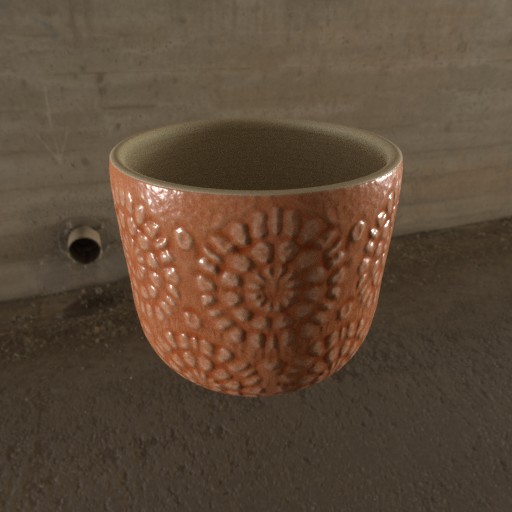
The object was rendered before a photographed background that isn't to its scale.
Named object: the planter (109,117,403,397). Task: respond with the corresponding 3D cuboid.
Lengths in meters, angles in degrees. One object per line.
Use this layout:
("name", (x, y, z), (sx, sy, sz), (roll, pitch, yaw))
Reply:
("planter", (0.000, 0.000, 0.217), (0.124, 0.109, 0.124), (0, 28, 0))
